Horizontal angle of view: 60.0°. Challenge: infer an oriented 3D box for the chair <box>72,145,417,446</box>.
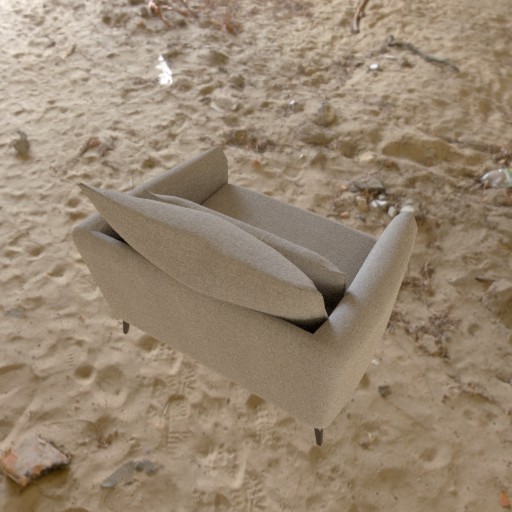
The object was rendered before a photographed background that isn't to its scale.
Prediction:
[{"bbox_3d":[0.000,0.000,1.646,1.029,0.856,0.801,24,51,21],"label":"chair"}]
